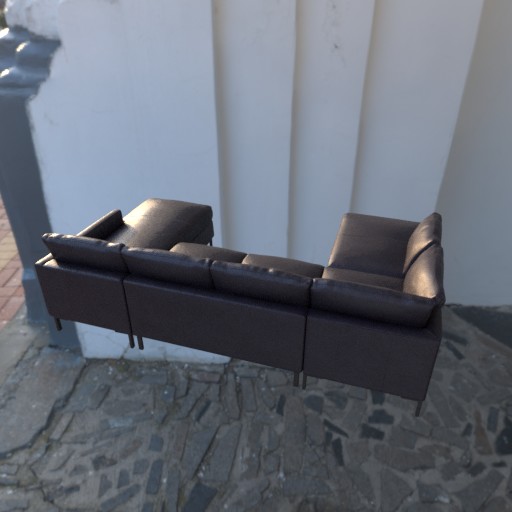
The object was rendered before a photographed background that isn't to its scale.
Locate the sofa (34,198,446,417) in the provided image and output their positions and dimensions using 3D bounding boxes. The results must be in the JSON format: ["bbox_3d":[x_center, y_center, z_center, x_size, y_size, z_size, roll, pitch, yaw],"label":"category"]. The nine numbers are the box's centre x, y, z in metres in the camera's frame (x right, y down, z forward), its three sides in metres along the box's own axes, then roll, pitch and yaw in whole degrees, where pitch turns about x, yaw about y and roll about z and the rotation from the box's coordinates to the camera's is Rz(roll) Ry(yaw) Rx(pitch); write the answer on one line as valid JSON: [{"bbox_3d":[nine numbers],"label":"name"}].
[{"bbox_3d":[0.000,0.000,3.867,2.956,0.900,1.939,9,32,15],"label":"sofa"}]
